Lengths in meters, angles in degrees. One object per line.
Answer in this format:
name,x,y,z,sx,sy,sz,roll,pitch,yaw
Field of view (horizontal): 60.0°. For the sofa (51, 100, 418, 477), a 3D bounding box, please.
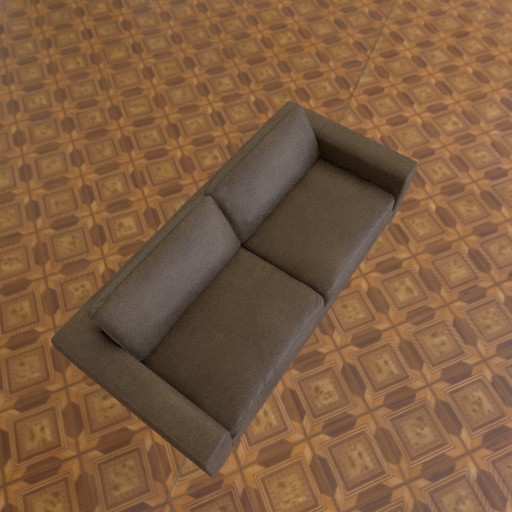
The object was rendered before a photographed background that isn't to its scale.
sofa,0.000,0.000,2.752,1.070,0.801,2.262,32,64,17
